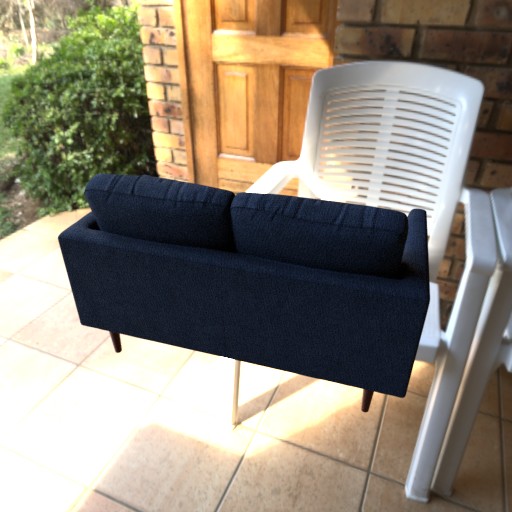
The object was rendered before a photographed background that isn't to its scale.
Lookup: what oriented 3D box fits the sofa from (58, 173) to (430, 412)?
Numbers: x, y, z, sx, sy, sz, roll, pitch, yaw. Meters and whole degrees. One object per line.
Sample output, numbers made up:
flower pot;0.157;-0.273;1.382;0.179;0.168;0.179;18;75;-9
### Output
sofa;0.000;0.000;2.206;1.582;0.944;0.903;9;33;15
